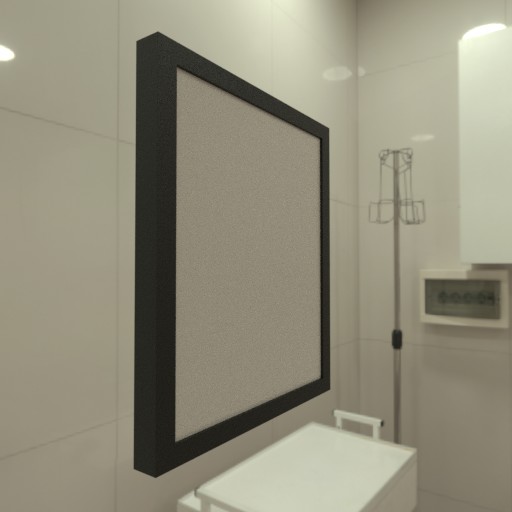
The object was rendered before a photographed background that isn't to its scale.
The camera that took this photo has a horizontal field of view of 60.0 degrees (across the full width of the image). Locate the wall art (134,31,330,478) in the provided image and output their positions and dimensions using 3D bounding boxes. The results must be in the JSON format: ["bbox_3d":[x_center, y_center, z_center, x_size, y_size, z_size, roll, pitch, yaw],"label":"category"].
[{"bbox_3d":[0.000,0.000,0.520,0.029,0.381,0.330,-1,-2,36],"label":"wall art"}]
